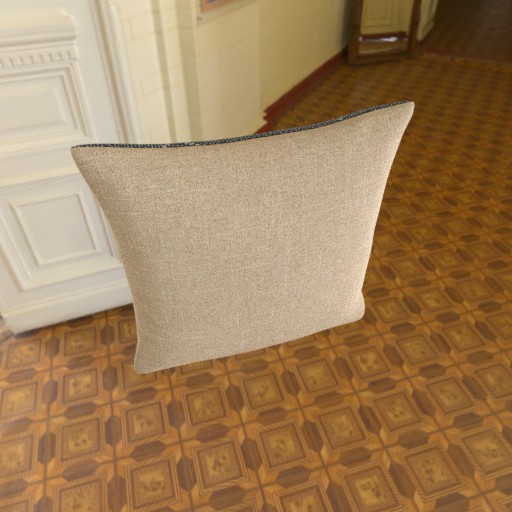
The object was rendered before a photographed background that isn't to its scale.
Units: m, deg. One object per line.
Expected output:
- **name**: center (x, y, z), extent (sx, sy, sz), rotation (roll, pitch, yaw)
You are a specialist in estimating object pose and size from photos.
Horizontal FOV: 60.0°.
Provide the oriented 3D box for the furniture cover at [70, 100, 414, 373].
- **furniture cover**: center (0.000, 0.000, 0.787), extent (0.511, 0.503, 0.162), rotation (-11, 42, -13)
